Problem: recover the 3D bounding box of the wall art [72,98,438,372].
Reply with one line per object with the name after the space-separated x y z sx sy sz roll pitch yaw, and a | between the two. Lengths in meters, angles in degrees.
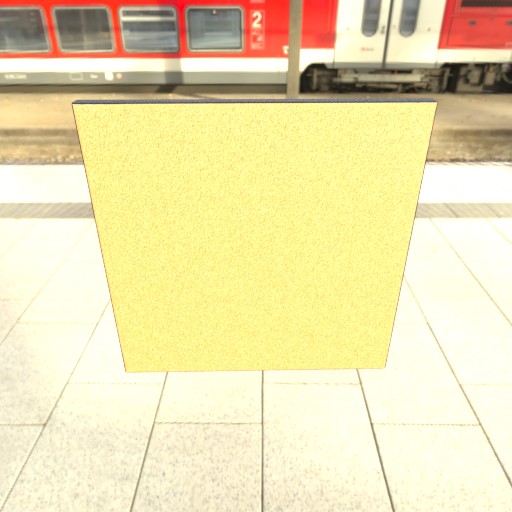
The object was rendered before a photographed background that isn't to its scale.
0.000 0.000 0.672 0.456 0.453 0.022 -1 30 -1 | wall art
